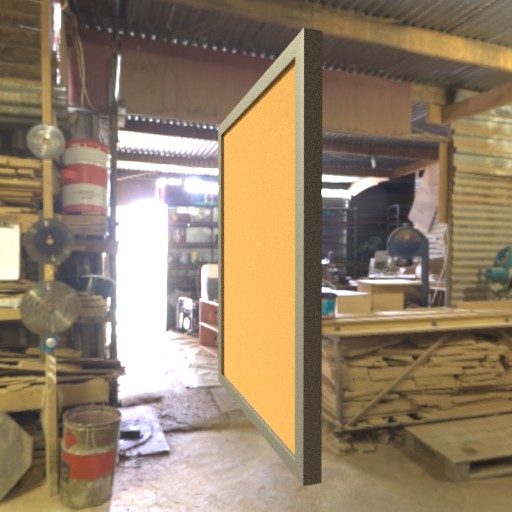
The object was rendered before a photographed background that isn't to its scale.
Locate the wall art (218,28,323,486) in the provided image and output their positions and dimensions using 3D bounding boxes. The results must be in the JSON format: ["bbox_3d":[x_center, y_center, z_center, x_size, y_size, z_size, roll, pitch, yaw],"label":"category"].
[{"bbox_3d":[0.000,0.000,0.760,0.029,0.558,0.458,0,1,-18],"label":"wall art"}]
